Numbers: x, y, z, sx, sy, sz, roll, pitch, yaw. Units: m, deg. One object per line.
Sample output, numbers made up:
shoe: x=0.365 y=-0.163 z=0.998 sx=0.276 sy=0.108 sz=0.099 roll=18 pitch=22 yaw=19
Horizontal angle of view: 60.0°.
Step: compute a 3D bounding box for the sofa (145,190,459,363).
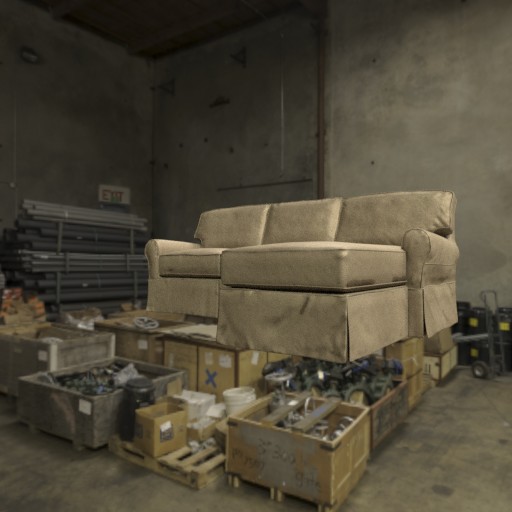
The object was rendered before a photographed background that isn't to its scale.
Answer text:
sofa: x=0.000 y=0.000 z=3.247 sx=2.475 sy=0.978 sz=1.733 roll=0 pitch=-1 yaw=36
